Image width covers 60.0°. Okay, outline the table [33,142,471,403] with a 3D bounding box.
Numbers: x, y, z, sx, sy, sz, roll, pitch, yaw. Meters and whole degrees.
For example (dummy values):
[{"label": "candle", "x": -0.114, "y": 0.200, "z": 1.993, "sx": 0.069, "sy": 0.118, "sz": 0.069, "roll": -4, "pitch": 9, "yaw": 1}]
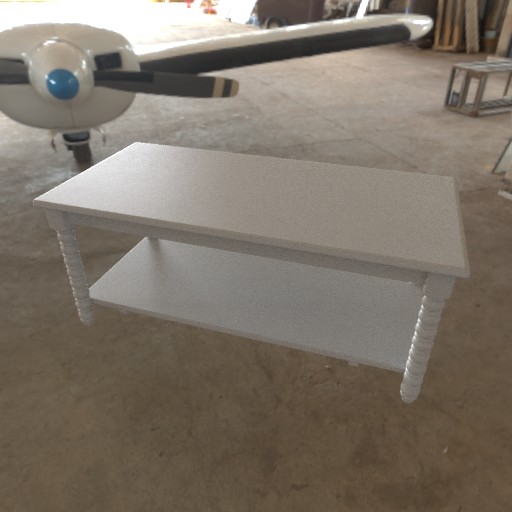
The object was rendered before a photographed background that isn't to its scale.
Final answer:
[{"label": "table", "x": 0.000, "y": 0.000, "z": 1.473, "sx": 1.171, "sy": 0.487, "sz": 0.580, "roll": 10, "pitch": 33, "yaw": 15}]
